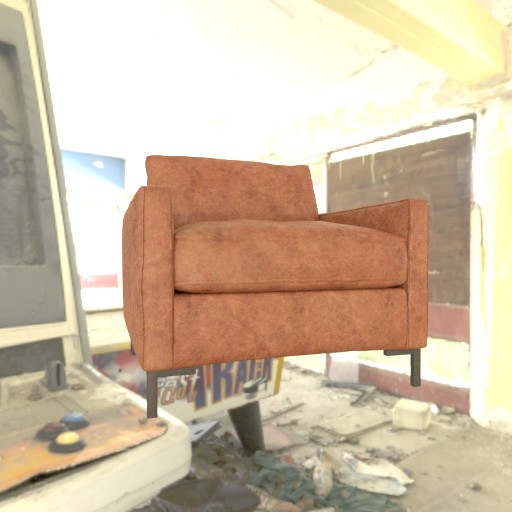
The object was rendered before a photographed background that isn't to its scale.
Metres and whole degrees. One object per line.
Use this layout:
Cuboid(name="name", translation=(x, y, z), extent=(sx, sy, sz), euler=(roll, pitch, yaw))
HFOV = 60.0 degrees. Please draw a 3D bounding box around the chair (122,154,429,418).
Cuboid(name="chair", translation=(0.000, 0.000, 1.704), extent=(0.967, 0.869, 0.862), euler=(0, 0, -19))
